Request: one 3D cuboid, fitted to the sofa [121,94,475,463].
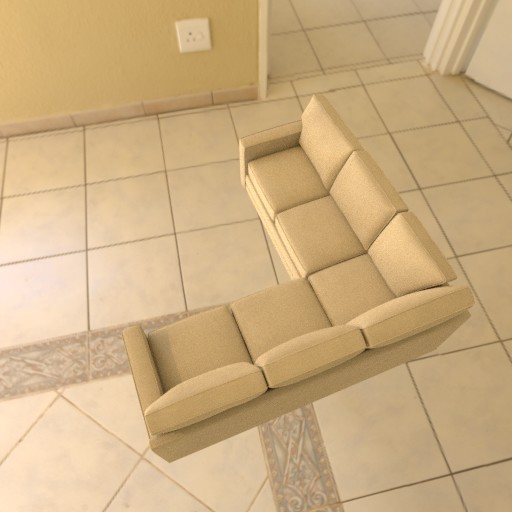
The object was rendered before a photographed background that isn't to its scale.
[{"bbox_3d":[0.000,0.000,3.417,2.189,0.939,2.182,-19,61,-11],"label":"sofa"}]
